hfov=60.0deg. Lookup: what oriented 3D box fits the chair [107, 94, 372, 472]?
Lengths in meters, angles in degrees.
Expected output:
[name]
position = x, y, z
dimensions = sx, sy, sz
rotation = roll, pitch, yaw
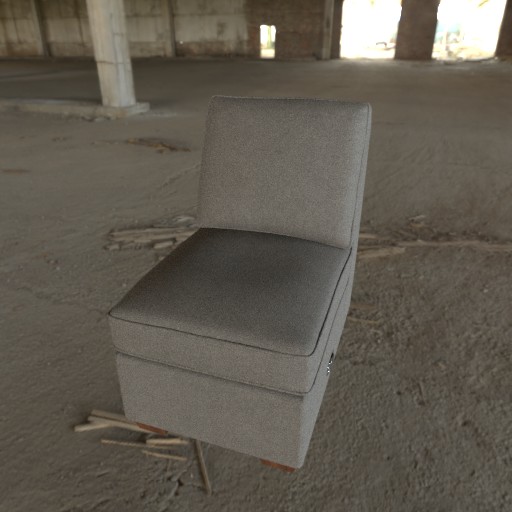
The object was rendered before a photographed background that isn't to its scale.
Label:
[chair]
position = 0.000, 0.000, 1.534
dimensions = 0.621, 0.970, 0.938
rotation = 9, 28, 17
